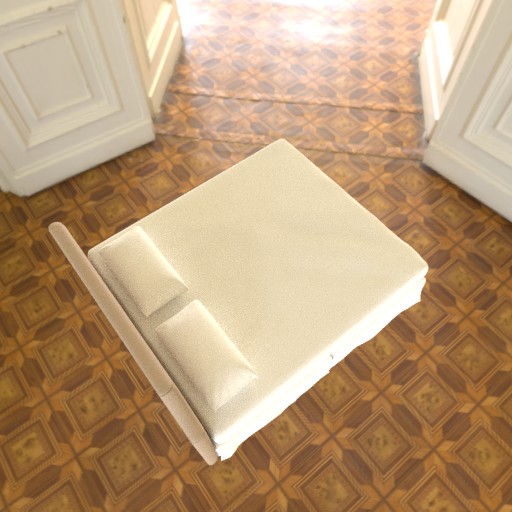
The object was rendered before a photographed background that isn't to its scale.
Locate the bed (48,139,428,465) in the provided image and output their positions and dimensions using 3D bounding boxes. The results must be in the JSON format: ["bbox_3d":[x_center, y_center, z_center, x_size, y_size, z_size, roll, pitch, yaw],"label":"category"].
[{"bbox_3d":[0.000,0.000,4.160,2.773,1.590,2.350,-34,65,-19],"label":"bed"}]
